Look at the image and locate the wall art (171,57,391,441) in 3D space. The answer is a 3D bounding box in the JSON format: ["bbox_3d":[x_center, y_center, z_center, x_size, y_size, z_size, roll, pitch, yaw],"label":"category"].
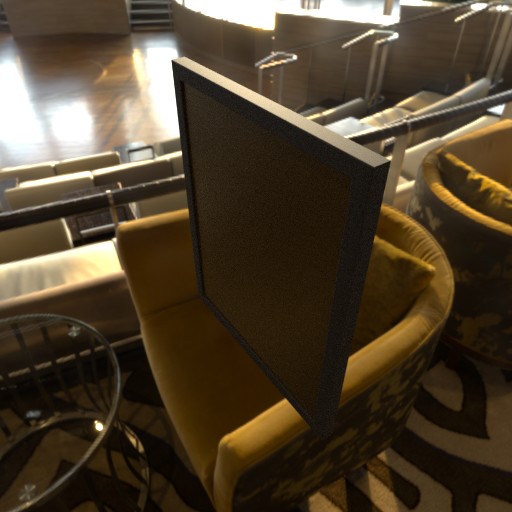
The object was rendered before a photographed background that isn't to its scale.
[{"bbox_3d":[0.000,0.000,0.782,0.028,0.558,0.457,-24,45,-26],"label":"wall art"}]
